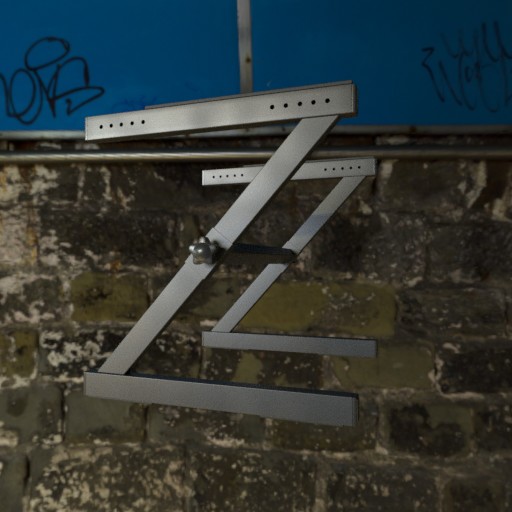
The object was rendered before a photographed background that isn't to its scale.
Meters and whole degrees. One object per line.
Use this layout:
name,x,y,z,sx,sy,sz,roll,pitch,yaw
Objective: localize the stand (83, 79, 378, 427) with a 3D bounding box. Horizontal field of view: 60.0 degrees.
stand,0.000,0.000,1.168,0.586,0.617,0.700,0,-1,19
